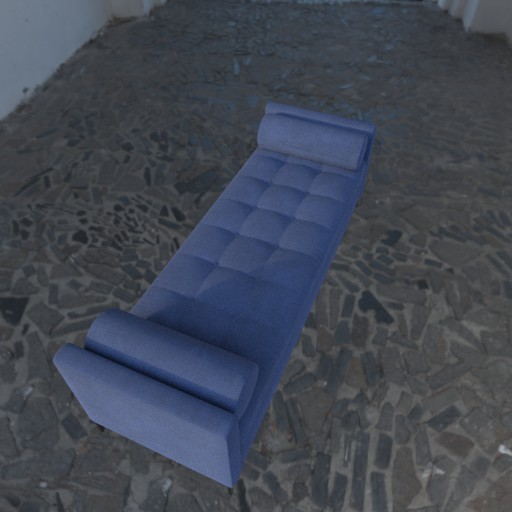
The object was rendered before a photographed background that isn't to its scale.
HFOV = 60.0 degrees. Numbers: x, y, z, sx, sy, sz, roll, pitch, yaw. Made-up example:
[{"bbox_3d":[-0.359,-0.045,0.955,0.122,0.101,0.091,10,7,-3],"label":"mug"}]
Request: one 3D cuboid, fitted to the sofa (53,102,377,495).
[{"bbox_3d":[0.000,0.000,2.268,0.686,0.635,1.981,18,49,16],"label":"sofa"}]
